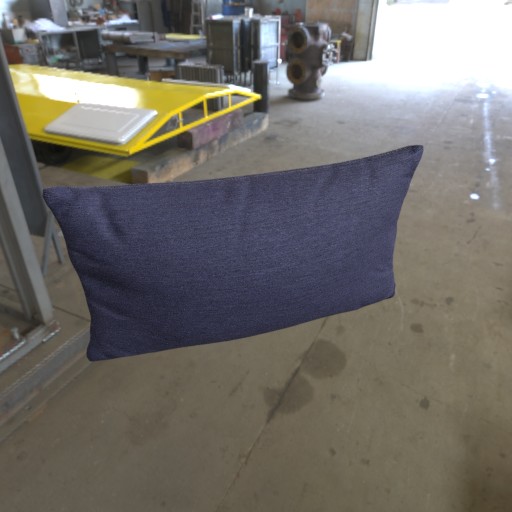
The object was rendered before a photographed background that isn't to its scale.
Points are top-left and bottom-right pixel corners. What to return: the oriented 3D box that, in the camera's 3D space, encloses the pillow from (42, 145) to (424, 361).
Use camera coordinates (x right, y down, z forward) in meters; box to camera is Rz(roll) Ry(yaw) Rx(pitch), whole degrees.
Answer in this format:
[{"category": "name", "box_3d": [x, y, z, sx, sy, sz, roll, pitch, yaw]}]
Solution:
[{"category": "pillow", "box_3d": [0.000, 0.000, 0.787, 0.633, 0.338, 0.210, -10, 33, -15]}]
